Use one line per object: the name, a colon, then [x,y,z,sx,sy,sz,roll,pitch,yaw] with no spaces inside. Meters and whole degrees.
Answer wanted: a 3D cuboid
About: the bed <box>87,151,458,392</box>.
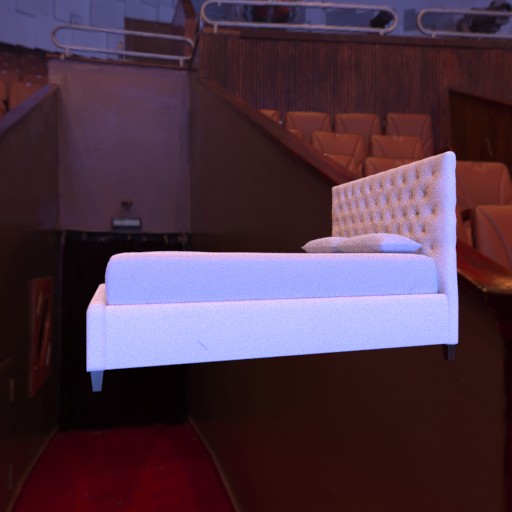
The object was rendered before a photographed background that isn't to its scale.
bed: [0.000,0.000,3.462,2.387,1.427,1.698,0,0,-18]
